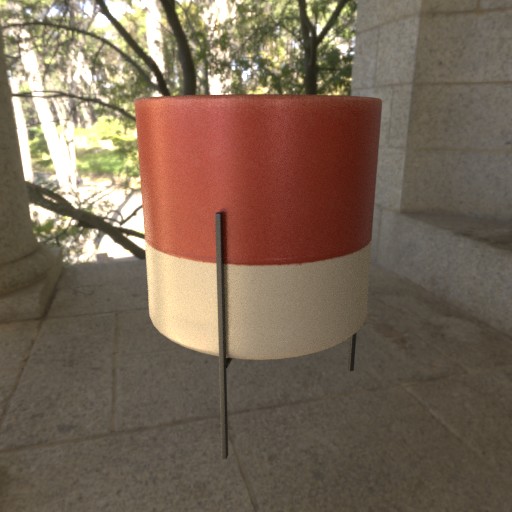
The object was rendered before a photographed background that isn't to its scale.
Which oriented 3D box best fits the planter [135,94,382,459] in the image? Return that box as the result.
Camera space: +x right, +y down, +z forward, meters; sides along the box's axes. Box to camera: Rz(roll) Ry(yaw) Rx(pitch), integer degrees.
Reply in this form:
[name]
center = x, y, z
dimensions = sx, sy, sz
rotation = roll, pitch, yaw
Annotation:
[planter]
center = 0.000, 0.000, 0.702
dimensions = 0.354, 0.465, 0.345
rotation = 16, 23, 42
